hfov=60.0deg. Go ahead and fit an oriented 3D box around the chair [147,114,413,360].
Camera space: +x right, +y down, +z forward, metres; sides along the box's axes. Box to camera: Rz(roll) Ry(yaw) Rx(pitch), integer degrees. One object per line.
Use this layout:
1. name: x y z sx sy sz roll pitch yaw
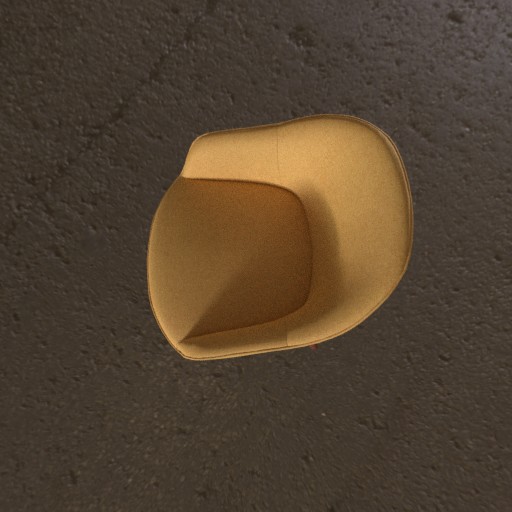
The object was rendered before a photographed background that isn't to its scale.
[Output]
1. chair: 0.000 0.000 1.287 0.635 0.823 0.596 -1 75 0
